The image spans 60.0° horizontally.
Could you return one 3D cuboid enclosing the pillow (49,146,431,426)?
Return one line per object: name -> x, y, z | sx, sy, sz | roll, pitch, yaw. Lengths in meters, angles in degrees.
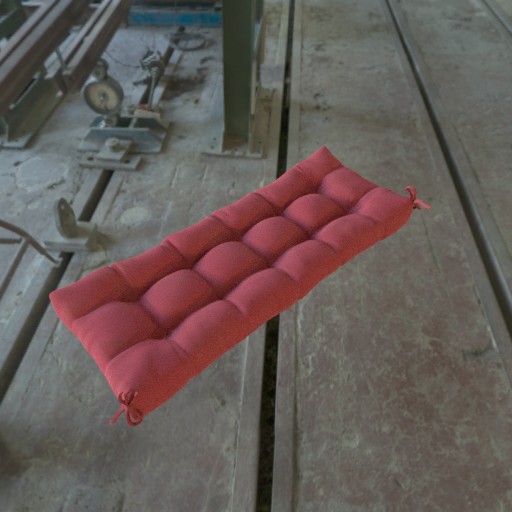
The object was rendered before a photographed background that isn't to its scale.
pillow -> 0.000, 0.000, 1.371 | 1.194, 0.174, 0.511 | -32, 55, -27
